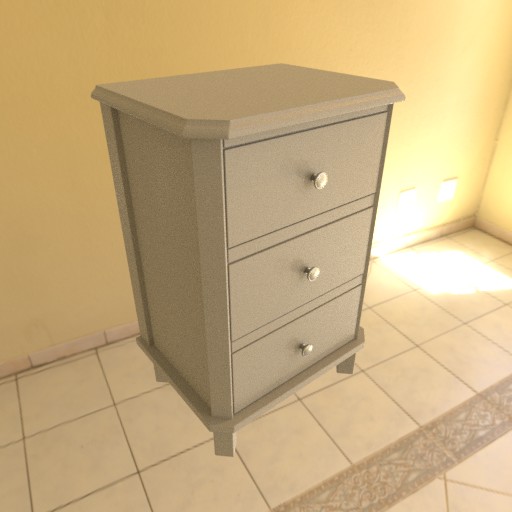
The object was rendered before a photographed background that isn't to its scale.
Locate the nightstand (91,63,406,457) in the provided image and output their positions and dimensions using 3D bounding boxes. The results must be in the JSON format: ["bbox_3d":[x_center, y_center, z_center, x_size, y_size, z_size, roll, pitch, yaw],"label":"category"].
[{"bbox_3d":[0.000,0.000,0.933,0.450,0.680,0.350,-22,37,-32],"label":"nightstand"}]
